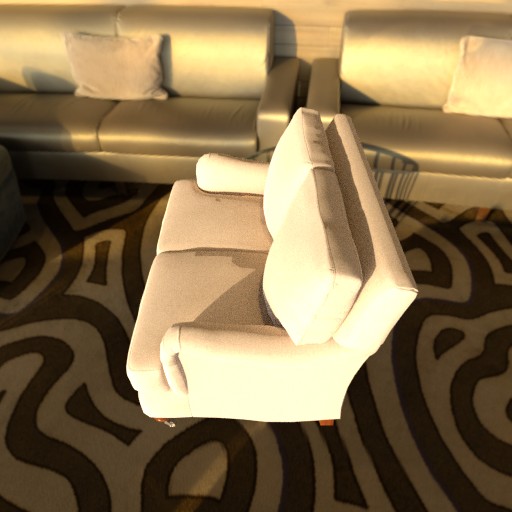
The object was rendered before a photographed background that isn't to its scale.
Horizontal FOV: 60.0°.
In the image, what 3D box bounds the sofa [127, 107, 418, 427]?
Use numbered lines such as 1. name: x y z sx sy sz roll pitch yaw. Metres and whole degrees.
1. sofa: 0.000 0.000 2.305 1.087 1.048 1.508 0 41 0
